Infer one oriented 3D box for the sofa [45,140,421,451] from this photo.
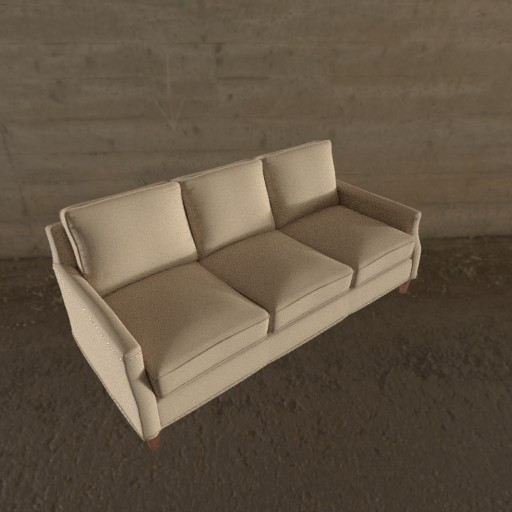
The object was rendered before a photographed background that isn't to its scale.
[{"bbox_3d":[0.000,0.000,2.860,2.246,1.003,1.084,-23,38,-33],"label":"sofa"}]
